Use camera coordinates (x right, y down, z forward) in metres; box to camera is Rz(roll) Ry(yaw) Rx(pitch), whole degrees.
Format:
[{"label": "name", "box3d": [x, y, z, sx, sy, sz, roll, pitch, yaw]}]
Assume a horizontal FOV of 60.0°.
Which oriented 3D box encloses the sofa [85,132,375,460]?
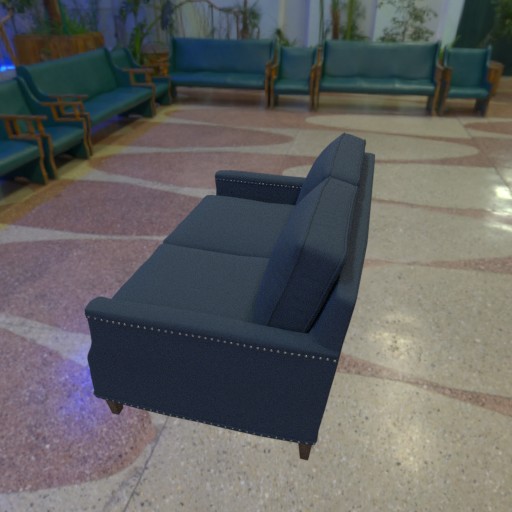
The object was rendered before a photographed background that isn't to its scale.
[{"label": "sofa", "box3d": [0.000, 0.000, 2.308, 1.084, 1.003, 1.597, 8, 32, 13]}]
